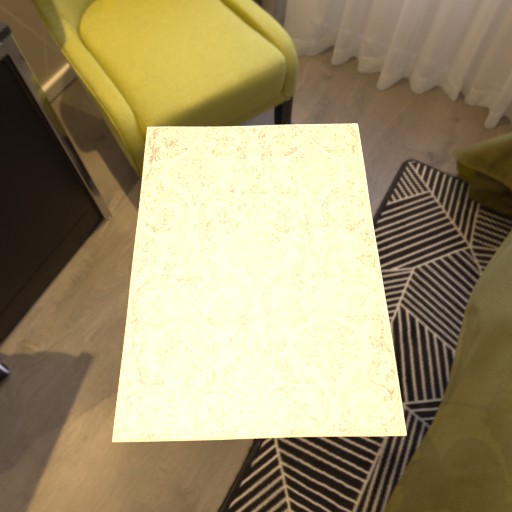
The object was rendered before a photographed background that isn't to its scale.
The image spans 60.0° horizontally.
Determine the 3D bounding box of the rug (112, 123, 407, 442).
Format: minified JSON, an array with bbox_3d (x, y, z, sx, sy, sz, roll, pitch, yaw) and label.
[{"bbox_3d":[0.000,0.000,2.878,1.598,0.014,2.202,-1,64,-1],"label":"rug"}]
